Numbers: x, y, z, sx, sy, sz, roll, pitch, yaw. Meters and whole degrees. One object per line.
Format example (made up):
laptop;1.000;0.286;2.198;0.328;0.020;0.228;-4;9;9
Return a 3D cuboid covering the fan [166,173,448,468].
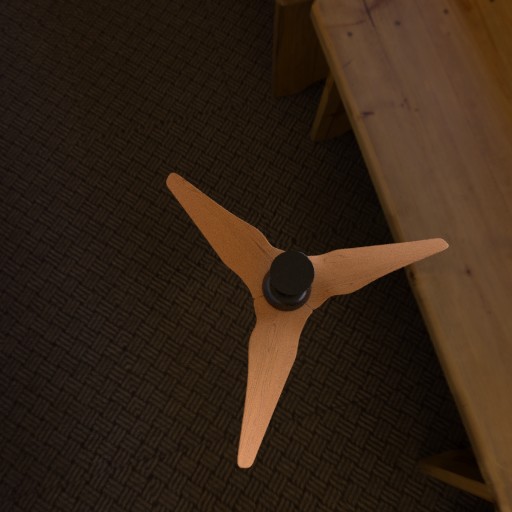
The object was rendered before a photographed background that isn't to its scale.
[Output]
fan;0.000;0.000;1.612;1.010;0.355;1.142;42;80;9
